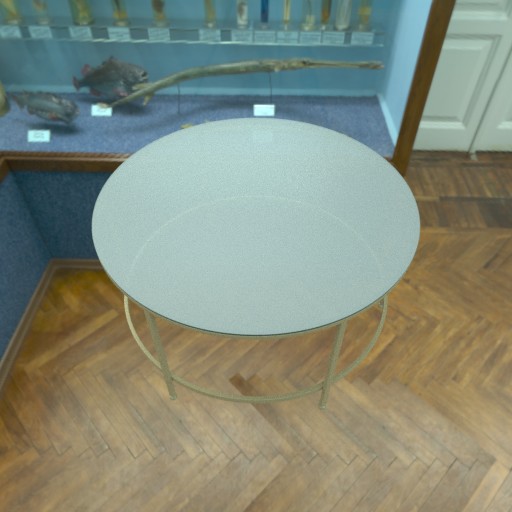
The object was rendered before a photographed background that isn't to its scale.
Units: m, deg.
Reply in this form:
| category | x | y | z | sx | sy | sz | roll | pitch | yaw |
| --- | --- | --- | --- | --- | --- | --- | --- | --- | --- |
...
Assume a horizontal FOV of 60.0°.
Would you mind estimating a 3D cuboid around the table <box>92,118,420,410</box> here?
| category | x | y | z | sx | sy | sz | roll | pitch | yaw |
| --- | --- | --- | --- | --- | --- | --- | --- | --- | --- |
| table | 0.000 | 0.000 | 1.436 | 0.914 | 0.470 | 0.914 | 0 | 46 | 0 |
